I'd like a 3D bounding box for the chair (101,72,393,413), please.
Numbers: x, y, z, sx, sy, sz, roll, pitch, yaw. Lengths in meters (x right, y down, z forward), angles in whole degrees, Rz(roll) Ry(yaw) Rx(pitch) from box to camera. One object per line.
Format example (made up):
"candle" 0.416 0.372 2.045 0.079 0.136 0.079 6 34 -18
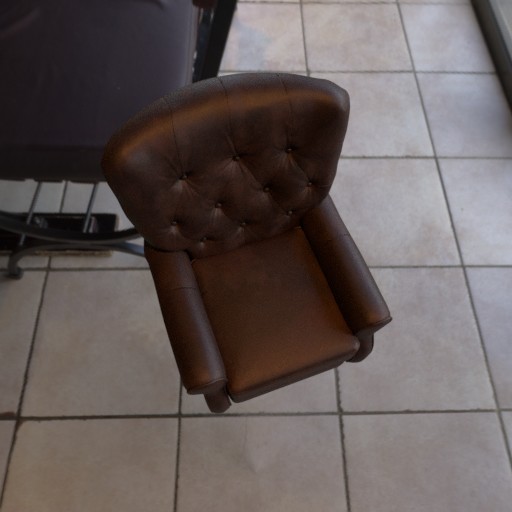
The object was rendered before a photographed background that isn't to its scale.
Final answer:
"chair" 0.000 0.000 1.933 0.948 1.158 1.058 -18 65 -8
